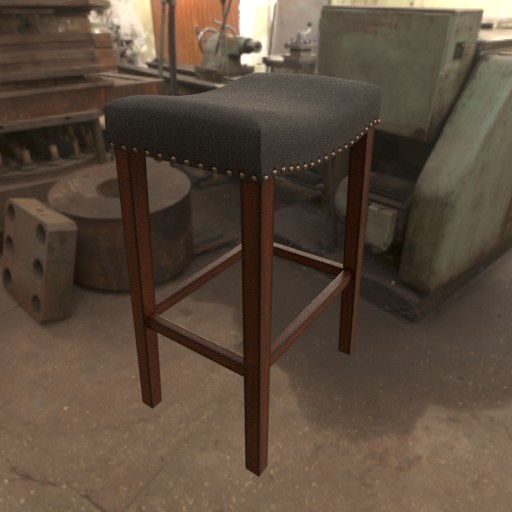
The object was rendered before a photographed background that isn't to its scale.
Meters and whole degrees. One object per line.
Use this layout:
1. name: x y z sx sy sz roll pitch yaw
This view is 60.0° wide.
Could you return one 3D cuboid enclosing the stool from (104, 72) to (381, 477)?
1. stool: 0.000 0.000 1.049 0.366 0.760 0.502 19 35 30
